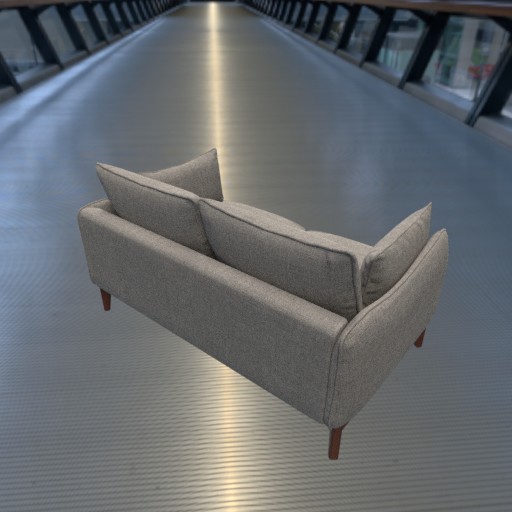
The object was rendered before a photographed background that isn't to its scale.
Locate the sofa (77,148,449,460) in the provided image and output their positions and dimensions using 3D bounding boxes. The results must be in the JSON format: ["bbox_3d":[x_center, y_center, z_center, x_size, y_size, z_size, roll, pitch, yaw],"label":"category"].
[{"bbox_3d":[0.000,0.000,2.155,1.580,0.851,0.972,22,37,34],"label":"sofa"}]
